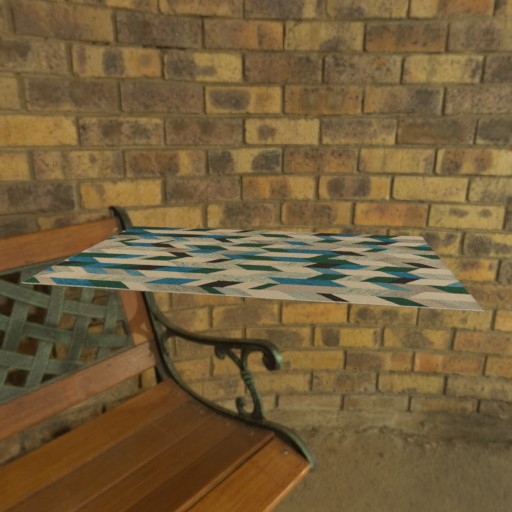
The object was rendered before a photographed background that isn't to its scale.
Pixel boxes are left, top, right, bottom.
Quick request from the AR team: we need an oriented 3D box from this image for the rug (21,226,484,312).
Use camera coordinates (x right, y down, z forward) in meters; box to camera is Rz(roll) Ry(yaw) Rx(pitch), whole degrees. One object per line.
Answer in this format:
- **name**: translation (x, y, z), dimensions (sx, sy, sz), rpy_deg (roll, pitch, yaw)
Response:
- **rug**: translation (0.000, 0.000, 2.992), dimensions (2.433, 0.007, 1.507), rpy_deg (3, 16, 9)
